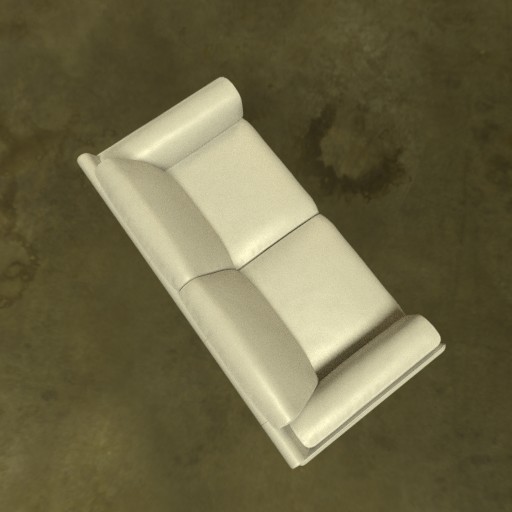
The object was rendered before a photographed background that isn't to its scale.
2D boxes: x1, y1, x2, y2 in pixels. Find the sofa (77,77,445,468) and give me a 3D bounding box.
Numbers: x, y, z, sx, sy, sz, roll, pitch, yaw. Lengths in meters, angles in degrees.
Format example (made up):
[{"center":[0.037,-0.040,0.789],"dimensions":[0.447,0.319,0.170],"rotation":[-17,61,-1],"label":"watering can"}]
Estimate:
[{"center":[0.000,0.000,2.627],"dimensions":[1.049,0.930,2.101],"rotation":[-36,79,-8],"label":"sofa"}]
